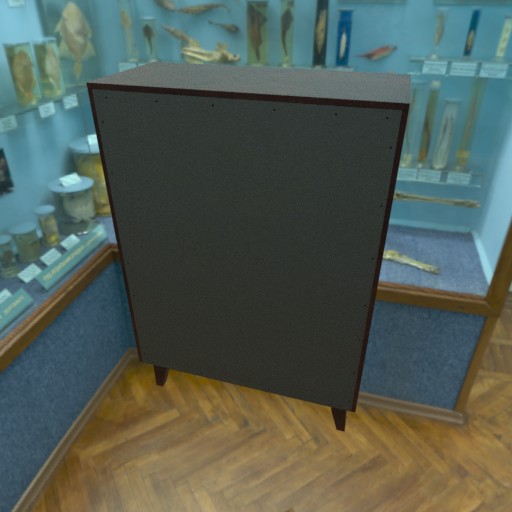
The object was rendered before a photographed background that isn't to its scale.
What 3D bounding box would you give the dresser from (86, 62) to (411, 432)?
[{"bbox_3d":[0.000,0.000,2.001,1.072,1.514,0.506,9,33,14],"label":"dresser"}]
